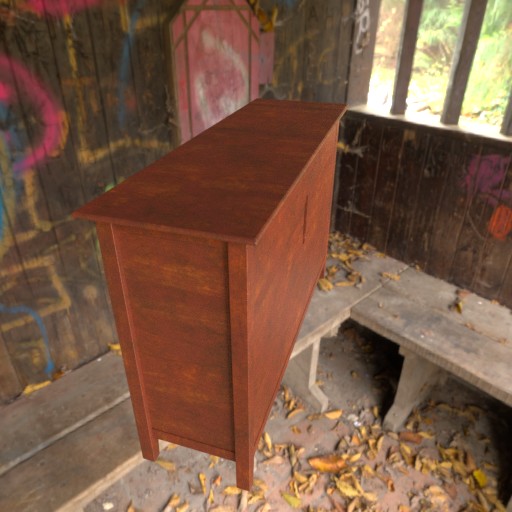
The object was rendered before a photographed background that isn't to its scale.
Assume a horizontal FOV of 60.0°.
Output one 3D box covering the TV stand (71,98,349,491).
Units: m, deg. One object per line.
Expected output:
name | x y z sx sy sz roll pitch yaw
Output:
TV stand | 0.000 0.000 1.740 0.445 0.915 1.372 9 32 15
